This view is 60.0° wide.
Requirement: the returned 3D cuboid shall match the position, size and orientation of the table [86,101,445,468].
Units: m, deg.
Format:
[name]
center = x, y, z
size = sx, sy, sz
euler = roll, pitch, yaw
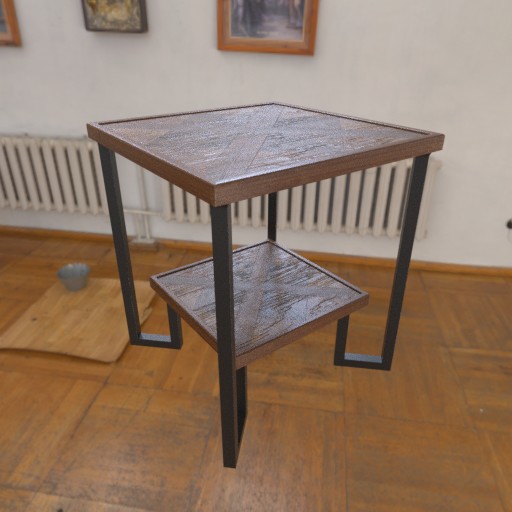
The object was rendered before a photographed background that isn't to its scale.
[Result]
[table]
center = 0.000, 0.000, 0.997
size = 0.503, 0.563, 0.503
euler = -19, 33, -32
